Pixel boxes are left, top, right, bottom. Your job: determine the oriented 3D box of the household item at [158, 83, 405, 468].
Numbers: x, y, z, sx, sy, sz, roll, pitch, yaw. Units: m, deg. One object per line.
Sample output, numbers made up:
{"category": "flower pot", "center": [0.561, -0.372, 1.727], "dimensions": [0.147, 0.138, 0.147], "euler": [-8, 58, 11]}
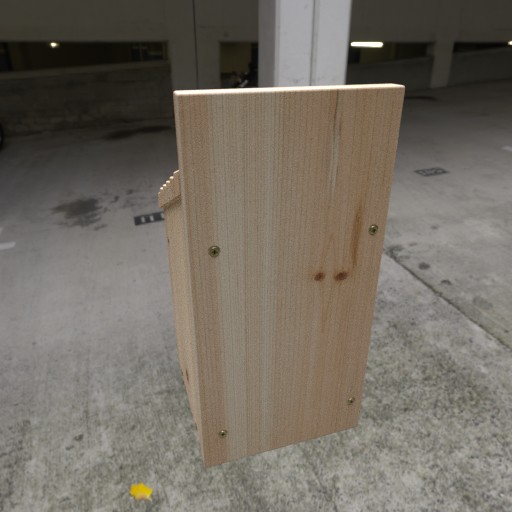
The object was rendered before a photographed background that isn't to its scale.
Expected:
{"category": "household item", "center": [0.000, 0.000, 0.402], "dimensions": [0.149, 0.300, 0.171], "euler": [-8, 27, -16]}
